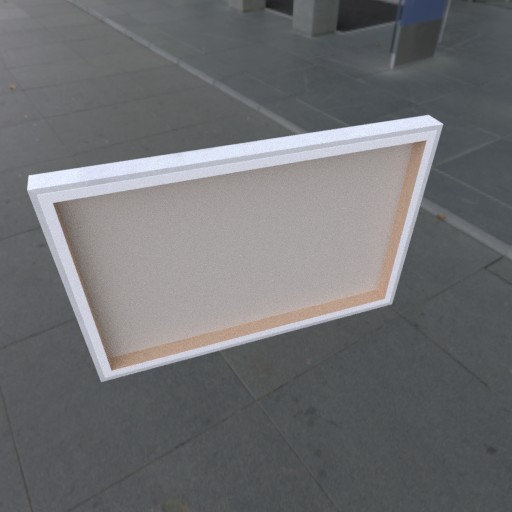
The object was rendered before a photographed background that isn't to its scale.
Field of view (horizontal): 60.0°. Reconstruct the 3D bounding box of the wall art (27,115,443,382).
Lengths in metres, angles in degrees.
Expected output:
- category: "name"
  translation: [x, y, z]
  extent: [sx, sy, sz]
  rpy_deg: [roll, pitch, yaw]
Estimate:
- category: "wall art"
  translation: [0.000, 0.000, 0.766]
  extent: [0.609, 0.407, 0.038]
  rpy_deg: [-12, 42, -14]
